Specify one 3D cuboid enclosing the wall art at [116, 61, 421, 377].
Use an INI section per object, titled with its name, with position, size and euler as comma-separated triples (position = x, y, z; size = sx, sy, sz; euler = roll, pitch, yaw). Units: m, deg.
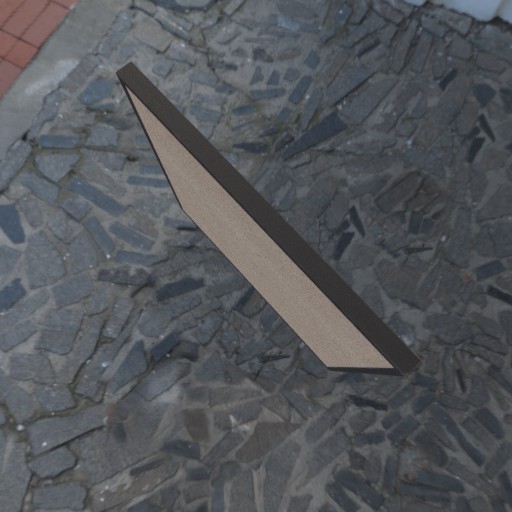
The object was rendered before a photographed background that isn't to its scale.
[wall art]
position = 0.000, 0.000, 1.157
size = 0.038, 0.762, 0.762
euler = -41, 80, -9
